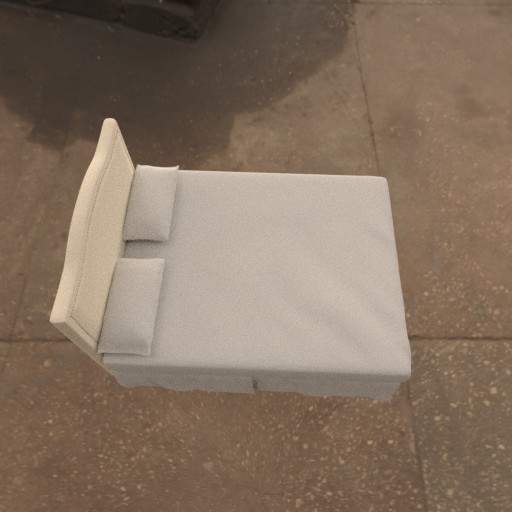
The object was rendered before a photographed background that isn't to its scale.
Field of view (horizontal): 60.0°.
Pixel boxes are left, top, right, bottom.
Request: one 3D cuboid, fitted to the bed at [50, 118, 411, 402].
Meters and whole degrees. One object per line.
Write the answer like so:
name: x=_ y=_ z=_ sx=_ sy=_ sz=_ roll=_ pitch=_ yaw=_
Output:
bed: x=0.000 y=0.000 z=3.634 sx=2.477 sy=1.437 sz=1.977 roll=2 pitch=62 yaw=1
